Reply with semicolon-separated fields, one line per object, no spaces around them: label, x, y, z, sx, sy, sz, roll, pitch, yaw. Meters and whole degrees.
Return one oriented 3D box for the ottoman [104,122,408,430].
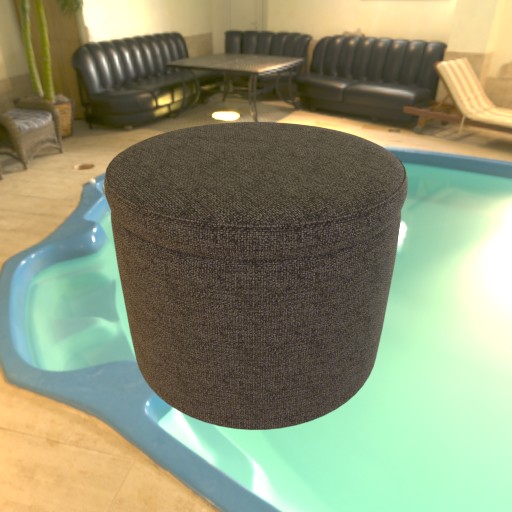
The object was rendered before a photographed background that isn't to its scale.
ottoman;0.000;0.000;0.876;0.520;0.430;0.520;0;31;0
